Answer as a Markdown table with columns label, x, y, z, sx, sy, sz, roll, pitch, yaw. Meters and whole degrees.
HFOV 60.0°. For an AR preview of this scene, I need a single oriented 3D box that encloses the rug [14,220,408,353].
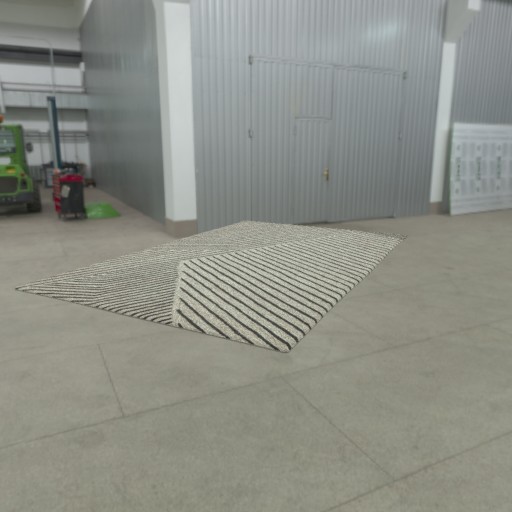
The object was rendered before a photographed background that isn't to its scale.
| label | x | y | z | sx | sy | sz | roll | pitch | yaw |
| --- | --- | --- | --- | --- | --- | --- | --- | --- | --- |
| rug | 0.000 | 0.000 | 2.944 | 1.539 | 0.023 | 2.406 | 7 | 16 | 27 |
